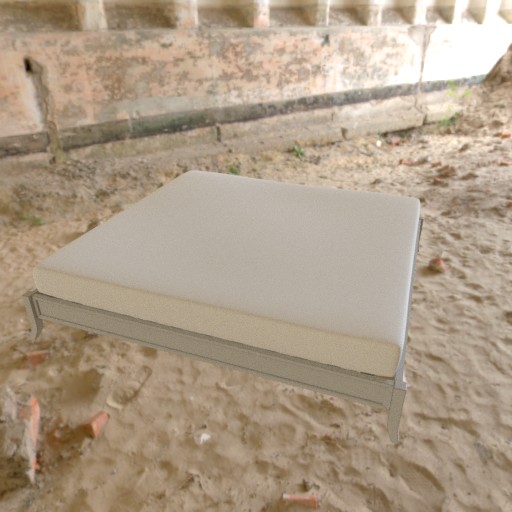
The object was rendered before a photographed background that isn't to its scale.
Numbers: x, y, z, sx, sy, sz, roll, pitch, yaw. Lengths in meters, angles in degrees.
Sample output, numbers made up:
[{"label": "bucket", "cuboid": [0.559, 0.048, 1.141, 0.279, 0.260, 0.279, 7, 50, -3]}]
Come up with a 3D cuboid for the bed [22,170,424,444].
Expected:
[{"label": "bed", "cuboid": [0.000, 0.000, 3.013, 2.108, 0.510, 2.007, 10, 30, 18]}]
